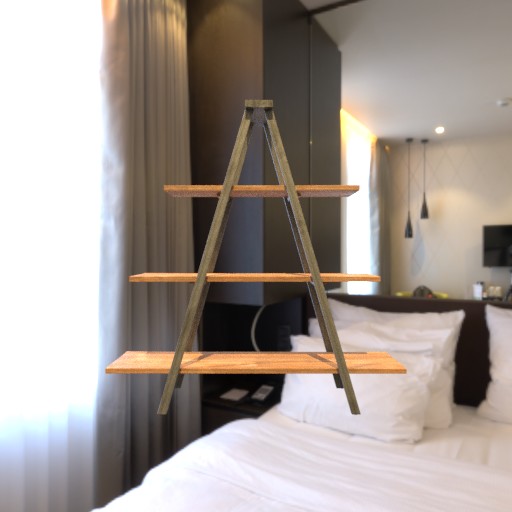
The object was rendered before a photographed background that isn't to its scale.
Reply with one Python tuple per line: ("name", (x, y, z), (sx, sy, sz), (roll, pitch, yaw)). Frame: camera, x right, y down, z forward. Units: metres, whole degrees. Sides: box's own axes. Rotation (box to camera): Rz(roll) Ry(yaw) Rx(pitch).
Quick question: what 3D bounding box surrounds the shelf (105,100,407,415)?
("shelf", (0.000, 0.000, 2.771), (1.746, 1.808, 0.508), (0, 1, 0))
